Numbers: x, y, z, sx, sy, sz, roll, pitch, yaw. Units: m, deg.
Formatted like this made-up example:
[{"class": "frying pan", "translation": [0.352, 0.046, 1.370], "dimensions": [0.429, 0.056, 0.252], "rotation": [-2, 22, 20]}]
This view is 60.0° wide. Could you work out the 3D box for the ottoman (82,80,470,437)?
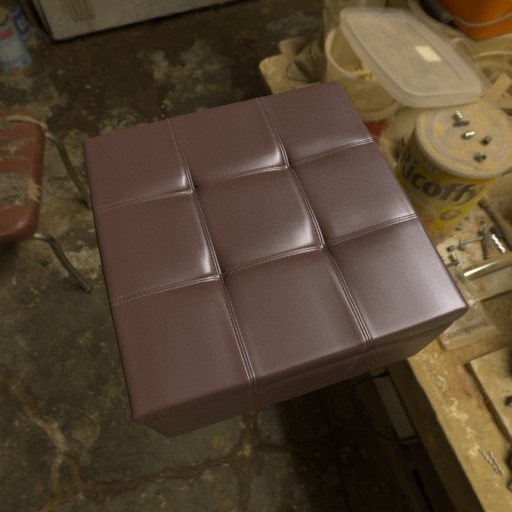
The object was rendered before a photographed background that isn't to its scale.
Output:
[{"class": "ottoman", "translation": [0.000, 0.000, 1.301], "dimensions": [0.788, 0.460, 0.787], "rotation": [-16, 64, -8]}]
